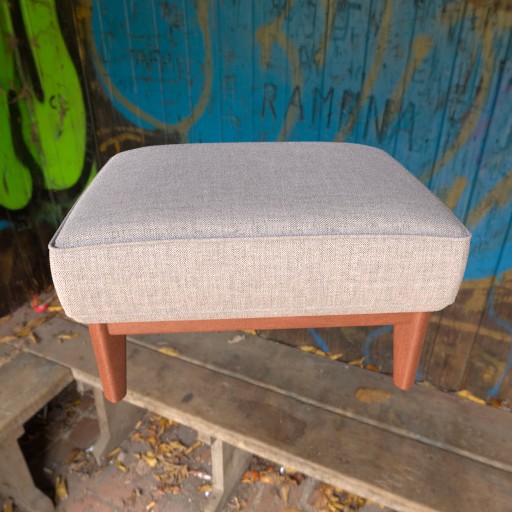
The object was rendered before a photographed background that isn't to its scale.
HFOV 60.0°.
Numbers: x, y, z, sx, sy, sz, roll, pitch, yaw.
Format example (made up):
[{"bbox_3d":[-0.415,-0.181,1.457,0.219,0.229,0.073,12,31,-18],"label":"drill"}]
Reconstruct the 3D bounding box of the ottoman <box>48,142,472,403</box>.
[{"bbox_3d":[0.000,0.000,1.066,0.750,0.458,0.555,-2,29,-3],"label":"ottoman"}]
